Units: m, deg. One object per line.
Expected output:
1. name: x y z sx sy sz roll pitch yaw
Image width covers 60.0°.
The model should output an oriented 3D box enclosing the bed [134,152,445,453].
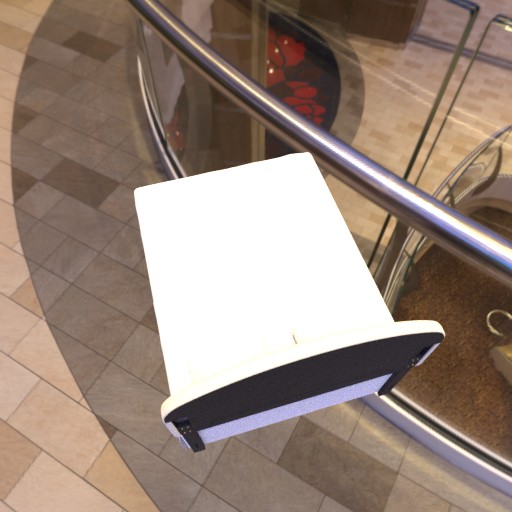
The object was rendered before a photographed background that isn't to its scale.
1. bed: 0.000 0.000 3.063 1.607 1.410 2.005 -14 58 -9
